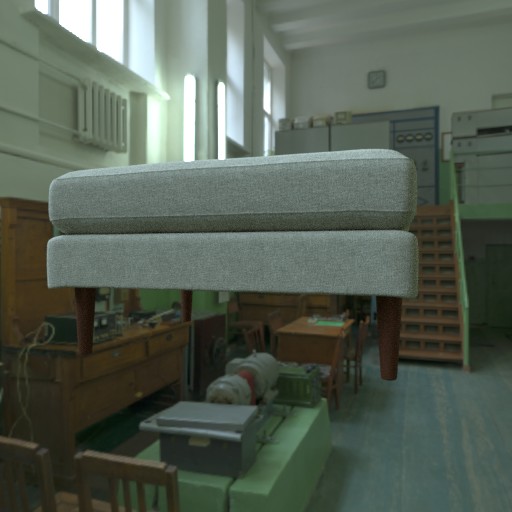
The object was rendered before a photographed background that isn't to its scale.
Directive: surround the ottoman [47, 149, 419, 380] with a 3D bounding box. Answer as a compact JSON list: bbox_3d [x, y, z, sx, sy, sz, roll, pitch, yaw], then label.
[{"bbox_3d":[0.000,0.000,1.230,0.821,0.474,0.693,0,0,18],"label":"ottoman"}]
